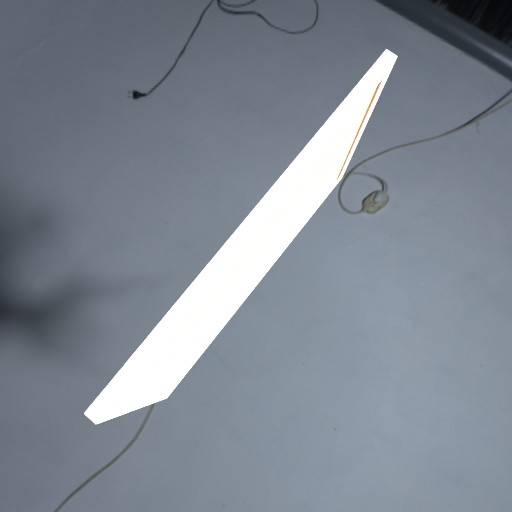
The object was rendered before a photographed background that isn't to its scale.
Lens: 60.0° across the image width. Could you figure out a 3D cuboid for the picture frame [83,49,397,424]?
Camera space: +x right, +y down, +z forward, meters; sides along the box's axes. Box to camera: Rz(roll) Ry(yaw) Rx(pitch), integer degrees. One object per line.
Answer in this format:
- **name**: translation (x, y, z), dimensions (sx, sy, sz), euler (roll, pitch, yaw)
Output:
- **picture frame**: translation (0.000, 0.000, 1.180), dimensions (0.029, 0.640, 0.950), euler (37, 79, 8)
